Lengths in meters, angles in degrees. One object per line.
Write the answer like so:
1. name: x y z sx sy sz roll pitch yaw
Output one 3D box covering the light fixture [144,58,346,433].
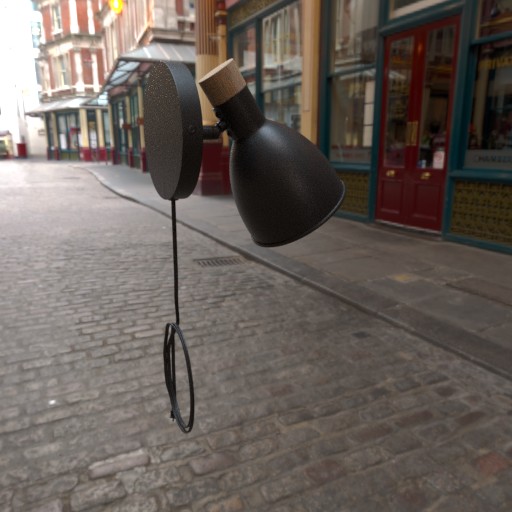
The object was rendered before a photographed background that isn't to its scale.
1. light fixture: 0.000 0.000 0.491 0.203 0.401 0.127 -7 15 -27
